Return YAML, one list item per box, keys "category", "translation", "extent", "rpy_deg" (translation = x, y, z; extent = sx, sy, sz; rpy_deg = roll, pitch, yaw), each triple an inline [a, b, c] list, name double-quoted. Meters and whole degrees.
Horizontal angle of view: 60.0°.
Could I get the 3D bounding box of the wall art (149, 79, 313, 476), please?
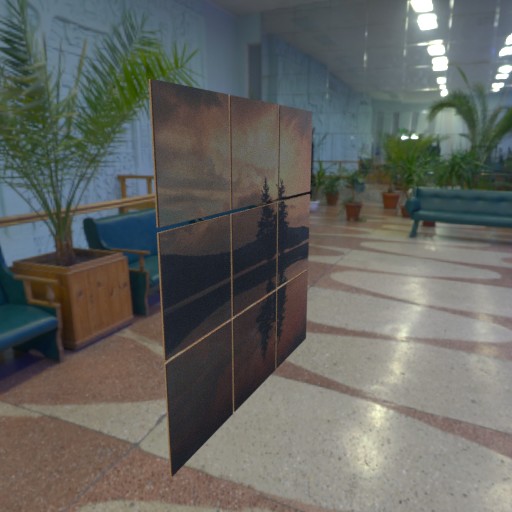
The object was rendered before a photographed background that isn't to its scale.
- category: "wall art"
  translation: [0.000, 0.000, 2.289]
  extent: [0.013, 1.525, 1.520]
  rpy_deg: [7, 15, 26]
